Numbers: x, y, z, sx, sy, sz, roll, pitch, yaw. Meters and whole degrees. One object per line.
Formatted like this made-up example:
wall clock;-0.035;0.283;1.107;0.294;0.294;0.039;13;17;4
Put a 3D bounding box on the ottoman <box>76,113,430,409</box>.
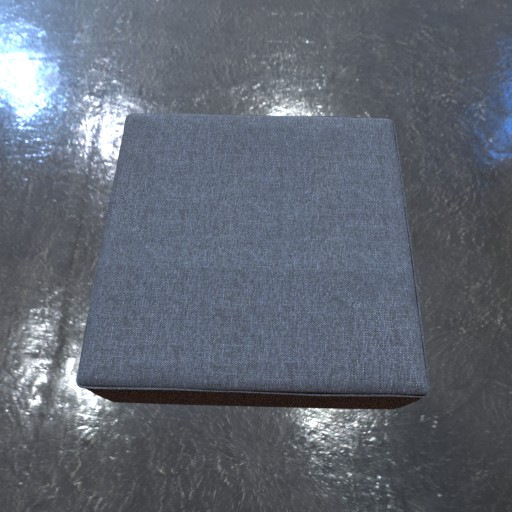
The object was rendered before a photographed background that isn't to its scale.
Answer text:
ottoman;0.000;0.000;1.600;1.023;0.423;1.017;2;66;1
